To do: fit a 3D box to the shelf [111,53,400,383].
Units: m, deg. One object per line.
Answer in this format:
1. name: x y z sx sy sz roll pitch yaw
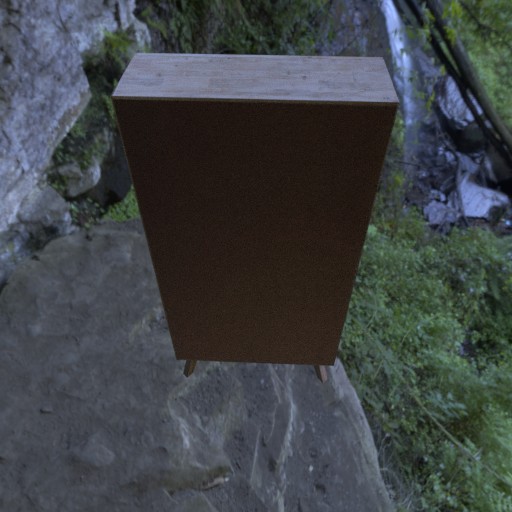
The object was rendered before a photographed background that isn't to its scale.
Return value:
1. shelf: 0.000 0.000 1.775 0.748 1.471 0.308 2 46 2
